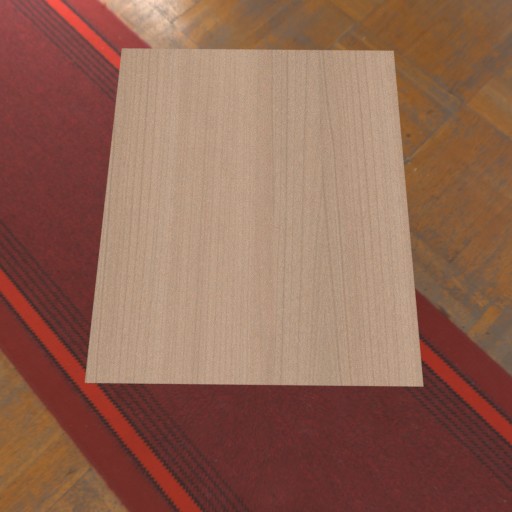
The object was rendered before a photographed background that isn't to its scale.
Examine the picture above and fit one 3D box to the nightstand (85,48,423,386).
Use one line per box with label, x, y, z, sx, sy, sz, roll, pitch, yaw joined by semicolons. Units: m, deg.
nightstand;0.000;0.000;0.814;0.380;0.530;0.450;1;74;0
